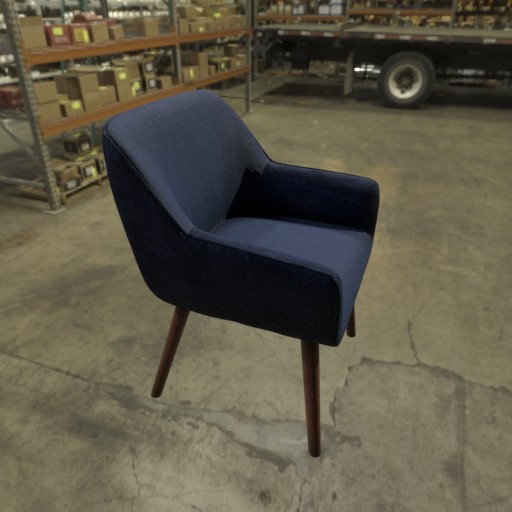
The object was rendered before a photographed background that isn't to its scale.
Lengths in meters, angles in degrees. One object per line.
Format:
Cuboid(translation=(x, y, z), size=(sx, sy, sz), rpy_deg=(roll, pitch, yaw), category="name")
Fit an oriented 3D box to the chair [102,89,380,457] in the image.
Cuboid(translation=(0.000, 0.000, 1.272), size=(0.600, 0.820, 0.600), rpy_deg=(11, 32, 18), category="chair")
